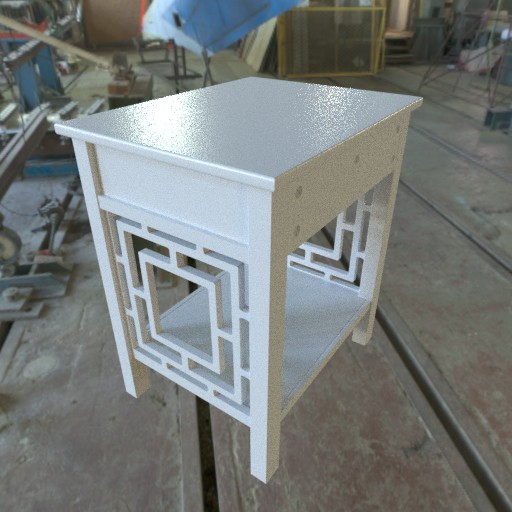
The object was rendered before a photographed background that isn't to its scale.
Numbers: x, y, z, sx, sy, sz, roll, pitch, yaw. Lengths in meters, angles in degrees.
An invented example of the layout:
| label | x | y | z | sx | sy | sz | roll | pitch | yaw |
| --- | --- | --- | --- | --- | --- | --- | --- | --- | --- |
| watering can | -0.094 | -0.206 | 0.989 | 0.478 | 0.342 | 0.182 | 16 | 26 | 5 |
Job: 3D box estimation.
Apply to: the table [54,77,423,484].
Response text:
| label | x | y | z | sx | sy | sz | roll | pitch | yaw |
| --- | --- | --- | --- | --- | --- | --- | --- | --- | --- |
| table | 0.000 | 0.000 | 0.997 | 0.451 | 0.646 | 0.564 | 20 | 36 | 29 |
